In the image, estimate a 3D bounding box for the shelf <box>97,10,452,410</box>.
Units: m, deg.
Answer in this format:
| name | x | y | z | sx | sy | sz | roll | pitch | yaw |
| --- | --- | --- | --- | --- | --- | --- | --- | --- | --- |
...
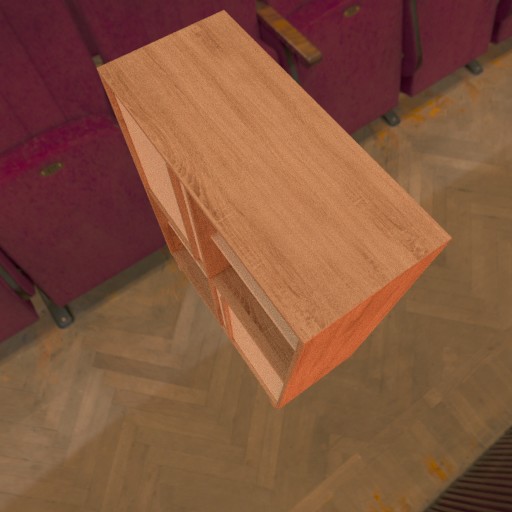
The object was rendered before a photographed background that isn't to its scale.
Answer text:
| name | x | y | z | sx | sy | sz | roll | pitch | yaw |
| --- | --- | --- | --- | --- | --- | --- | --- | --- | --- |
| shelf | 0.000 | 0.000 | 1.809 | 0.450 | 1.390 | 1.000 | -32 | 69 | -14 |
